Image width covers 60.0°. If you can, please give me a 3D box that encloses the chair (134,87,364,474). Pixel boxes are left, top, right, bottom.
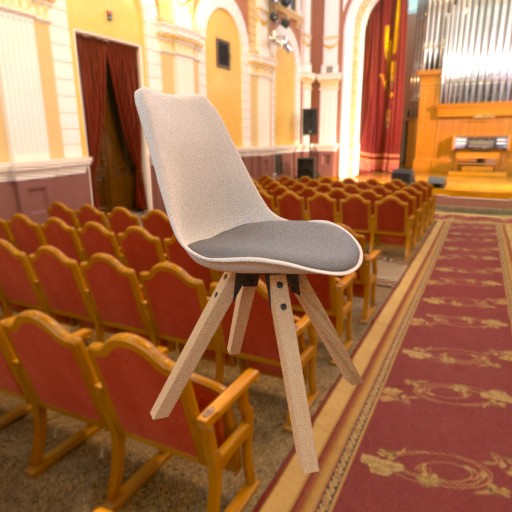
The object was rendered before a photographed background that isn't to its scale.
[{"bbox_3d":[0.000,0.000,1.183,0.550,0.850,0.485,8,17,26],"label":"chair"}]
